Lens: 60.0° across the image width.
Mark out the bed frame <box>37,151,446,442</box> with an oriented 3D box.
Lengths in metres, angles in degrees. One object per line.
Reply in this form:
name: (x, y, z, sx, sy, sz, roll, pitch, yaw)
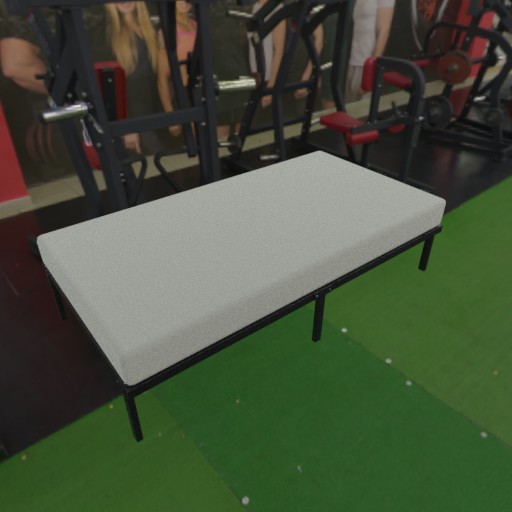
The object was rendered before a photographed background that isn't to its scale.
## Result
bed frame: (0.000, 0.000, 3.301, 2.635, 0.680, 1.393, -23, 40, -31)
